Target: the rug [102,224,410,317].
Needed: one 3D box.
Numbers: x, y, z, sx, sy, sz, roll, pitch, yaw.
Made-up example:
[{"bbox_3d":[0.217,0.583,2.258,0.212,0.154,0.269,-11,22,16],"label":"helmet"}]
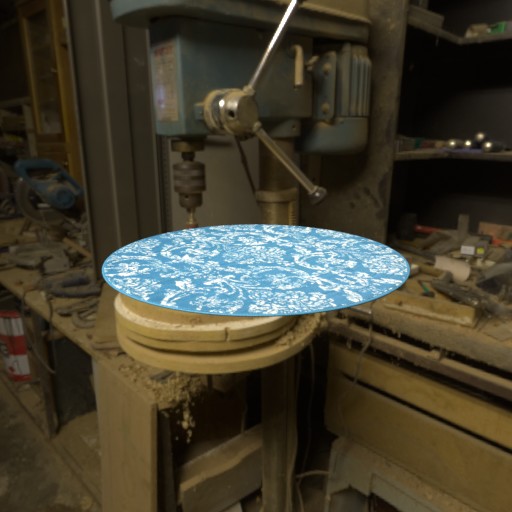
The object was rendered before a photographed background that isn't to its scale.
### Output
[{"bbox_3d":[0.000,0.000,2.414,1.593,0.012,1.593,0,16,0],"label":"rug"}]
